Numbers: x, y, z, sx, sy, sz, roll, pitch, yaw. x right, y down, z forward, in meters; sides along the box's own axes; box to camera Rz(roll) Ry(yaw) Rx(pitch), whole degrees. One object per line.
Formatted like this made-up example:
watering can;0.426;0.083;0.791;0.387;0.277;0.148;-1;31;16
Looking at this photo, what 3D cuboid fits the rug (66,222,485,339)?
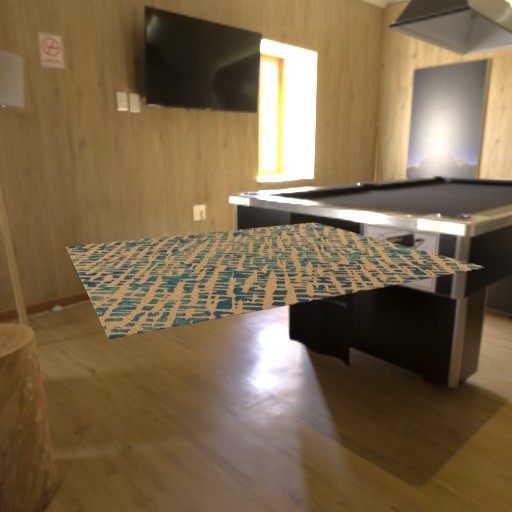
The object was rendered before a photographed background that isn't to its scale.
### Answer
rug;0.000;0.000;4.042;3.007;0.007;2.435;-7;16;-27
